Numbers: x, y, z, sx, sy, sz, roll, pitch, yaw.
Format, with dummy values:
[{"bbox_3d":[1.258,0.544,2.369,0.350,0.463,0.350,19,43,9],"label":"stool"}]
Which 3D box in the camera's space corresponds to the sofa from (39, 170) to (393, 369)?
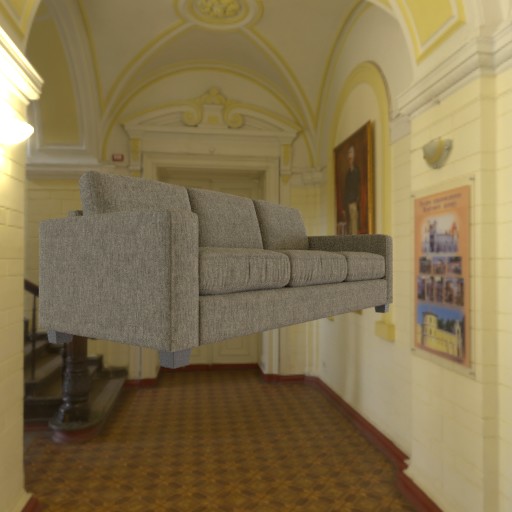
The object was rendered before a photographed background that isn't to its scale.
[{"bbox_3d":[0.000,0.000,2.618,0.900,0.800,2.160,0,-1,37],"label":"sofa"}]
